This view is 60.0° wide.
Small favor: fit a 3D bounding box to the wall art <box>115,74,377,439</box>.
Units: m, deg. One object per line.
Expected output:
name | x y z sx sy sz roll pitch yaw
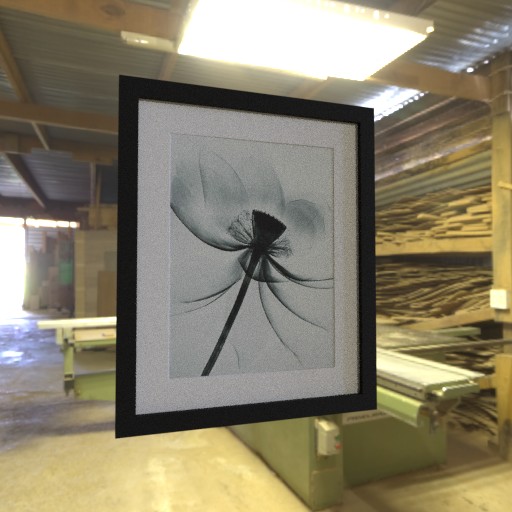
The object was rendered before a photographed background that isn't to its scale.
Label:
wall art | 0.000 0.000 0.764 0.457 0.559 0.029 1 -2 -18
